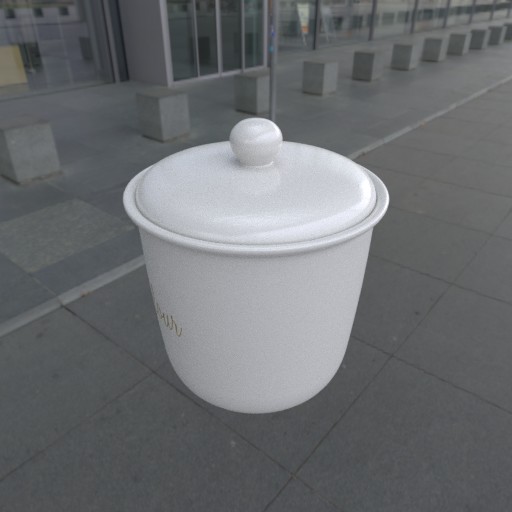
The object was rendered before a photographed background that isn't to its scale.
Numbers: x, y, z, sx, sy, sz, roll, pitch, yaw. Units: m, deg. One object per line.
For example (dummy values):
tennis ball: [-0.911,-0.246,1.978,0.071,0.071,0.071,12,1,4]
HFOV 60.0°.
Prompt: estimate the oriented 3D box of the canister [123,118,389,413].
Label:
canister: [0.000,0.000,0.342,0.182,0.208,0.182,0,31,0]
